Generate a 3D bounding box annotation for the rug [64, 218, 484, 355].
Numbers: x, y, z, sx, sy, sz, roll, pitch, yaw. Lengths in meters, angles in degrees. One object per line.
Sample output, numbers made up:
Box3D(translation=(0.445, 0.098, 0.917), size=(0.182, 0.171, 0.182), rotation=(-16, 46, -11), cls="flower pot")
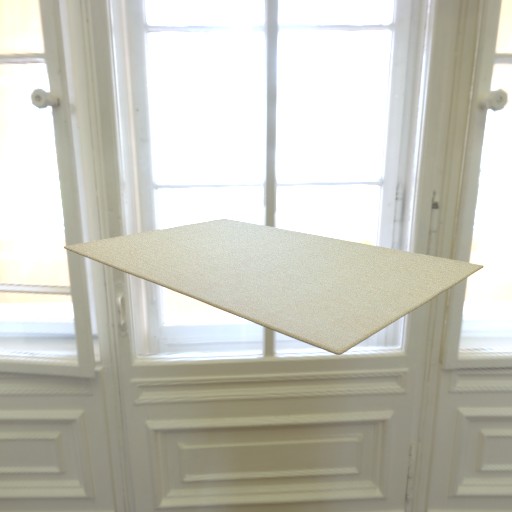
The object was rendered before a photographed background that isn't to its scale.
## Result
Box3D(translation=(0.000, 0.000, 2.311), size=(1.848, 0.014, 1.238), rotation=(14, 21, 42), cls="rug")
